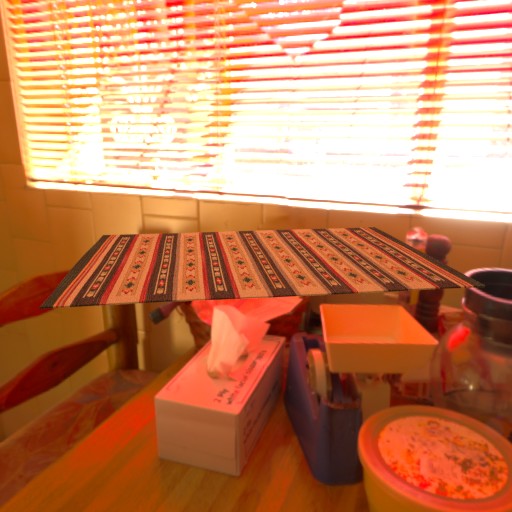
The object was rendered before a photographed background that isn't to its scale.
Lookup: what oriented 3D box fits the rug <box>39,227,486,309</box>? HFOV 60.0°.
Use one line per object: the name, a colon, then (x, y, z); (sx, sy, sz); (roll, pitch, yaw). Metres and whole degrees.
rug: (0.000, 0.000, 2.361); (1.825, 0.009, 1.221); (-2, 16, -7)
